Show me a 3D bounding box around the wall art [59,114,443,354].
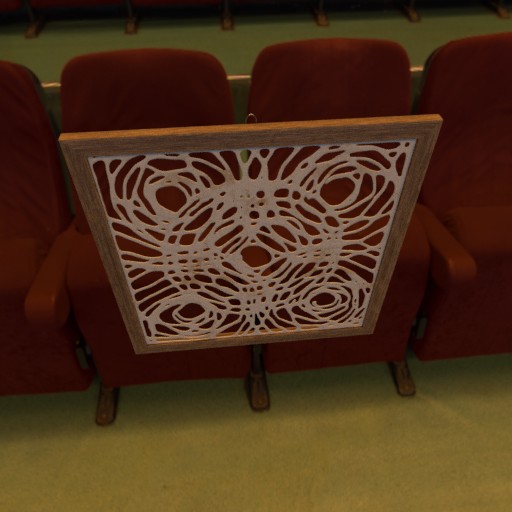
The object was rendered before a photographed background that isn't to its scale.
[{"bbox_3d":[0.000,0.000,0.844,0.561,0.576,0.021,-4,46,-4],"label":"wall art"}]
